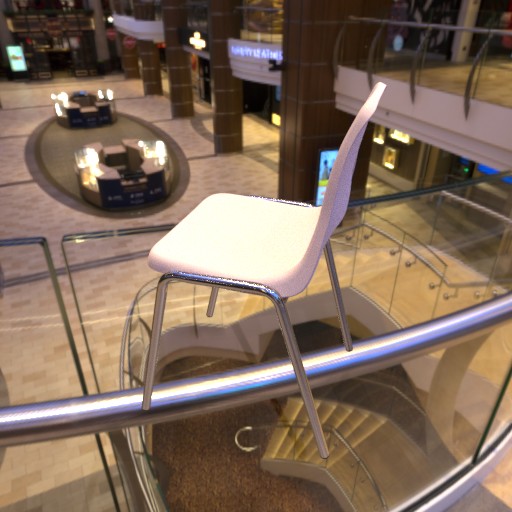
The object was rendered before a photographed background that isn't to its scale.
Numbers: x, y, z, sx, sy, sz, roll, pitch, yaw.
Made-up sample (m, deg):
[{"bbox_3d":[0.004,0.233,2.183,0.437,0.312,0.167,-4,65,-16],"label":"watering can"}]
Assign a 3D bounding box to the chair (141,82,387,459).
[{"bbox_3d":[0.000,0.000,0.938,0.436,0.704,0.381,10,32,16],"label":"chair"}]
